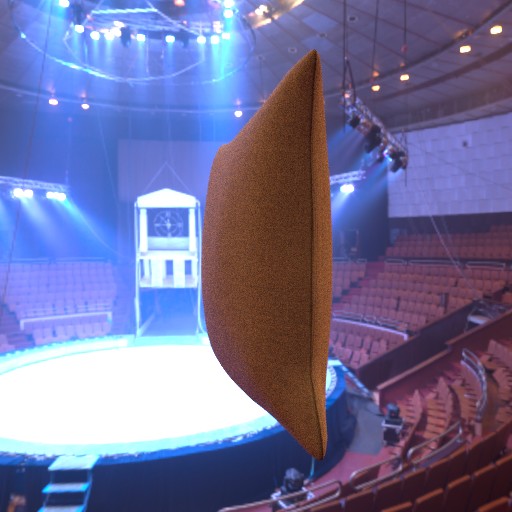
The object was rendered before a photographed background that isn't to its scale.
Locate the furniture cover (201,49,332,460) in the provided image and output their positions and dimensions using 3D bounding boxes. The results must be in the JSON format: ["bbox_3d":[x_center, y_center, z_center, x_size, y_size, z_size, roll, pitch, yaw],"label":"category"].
[{"bbox_3d":[0.000,0.000,0.782,0.178,0.506,0.512,0,-1,-18],"label":"furniture cover"}]
